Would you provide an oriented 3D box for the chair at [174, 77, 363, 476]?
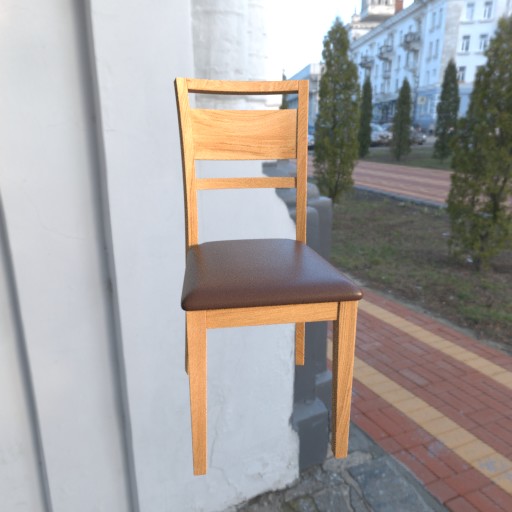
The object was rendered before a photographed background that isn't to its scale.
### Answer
[{"bbox_3d":[0.000,0.000,1.205,0.420,0.940,0.545,-3,17,-9],"label":"chair"}]
